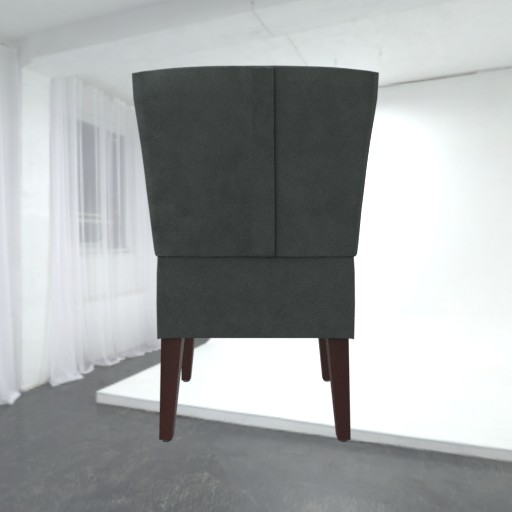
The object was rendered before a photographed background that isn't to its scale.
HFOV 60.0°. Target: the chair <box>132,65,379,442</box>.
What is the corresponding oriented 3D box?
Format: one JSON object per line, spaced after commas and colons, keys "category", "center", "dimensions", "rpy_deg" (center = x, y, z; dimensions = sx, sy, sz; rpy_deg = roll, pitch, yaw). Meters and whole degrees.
{"category": "chair", "center": [0.000, 0.000, 1.187], "dimensions": [0.521, 0.806, 0.554], "rpy_deg": [0, 1, 0]}
